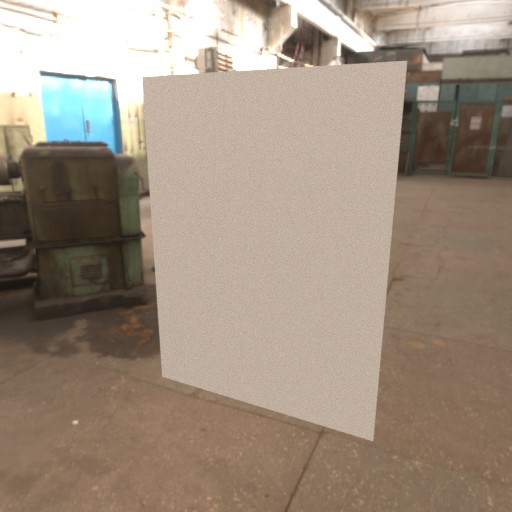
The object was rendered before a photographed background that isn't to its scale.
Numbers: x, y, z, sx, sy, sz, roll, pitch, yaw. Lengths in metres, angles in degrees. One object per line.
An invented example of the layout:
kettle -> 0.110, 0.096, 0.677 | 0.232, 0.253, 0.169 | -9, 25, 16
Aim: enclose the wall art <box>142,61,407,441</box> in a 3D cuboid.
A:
wall art -> 0.000, 0.000, 0.783 | 0.457, 0.610, 0.003 | 8, 18, 26
